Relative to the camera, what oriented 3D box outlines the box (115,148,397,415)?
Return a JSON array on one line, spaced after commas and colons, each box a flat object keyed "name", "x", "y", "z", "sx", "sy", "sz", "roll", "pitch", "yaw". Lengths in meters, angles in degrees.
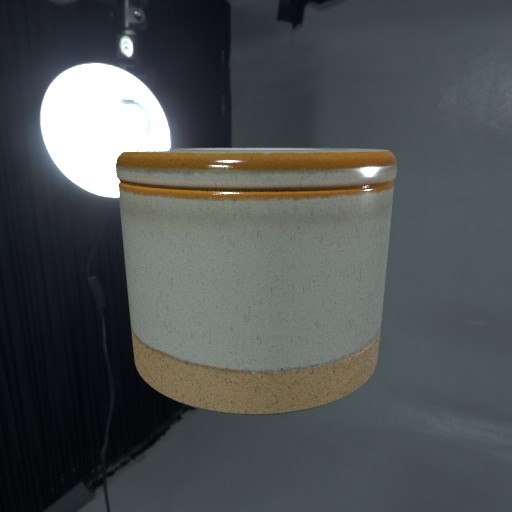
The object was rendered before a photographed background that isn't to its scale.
[{"name": "box", "x": 0.000, "y": 0.000, "z": 0.213, "sx": 0.123, "sy": 0.100, "sz": 0.123, "roll": 0, "pitch": 14, "yaw": 0}]
